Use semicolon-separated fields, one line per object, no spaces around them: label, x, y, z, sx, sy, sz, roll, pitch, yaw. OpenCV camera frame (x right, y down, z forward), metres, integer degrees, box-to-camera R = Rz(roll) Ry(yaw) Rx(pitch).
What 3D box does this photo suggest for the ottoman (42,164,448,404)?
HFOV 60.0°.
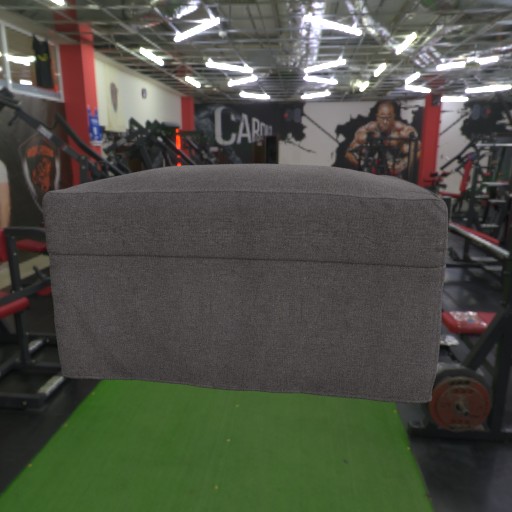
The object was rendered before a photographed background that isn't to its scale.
ottoman;0.000;0.000;1.213;0.833;0.492;0.652;2;14;8
